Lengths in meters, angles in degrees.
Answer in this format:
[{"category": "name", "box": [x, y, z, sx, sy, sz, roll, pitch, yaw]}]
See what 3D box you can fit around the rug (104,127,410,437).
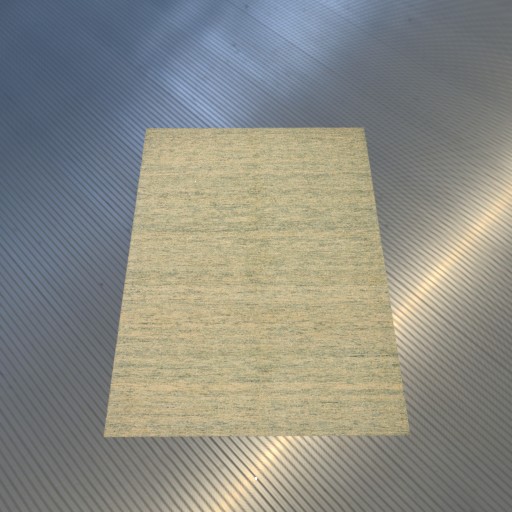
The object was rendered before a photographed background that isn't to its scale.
[{"category": "rug", "box": [0.000, 0.000, 4.235, 2.437, 0.014, 3.201, 0, 63, 0]}]
